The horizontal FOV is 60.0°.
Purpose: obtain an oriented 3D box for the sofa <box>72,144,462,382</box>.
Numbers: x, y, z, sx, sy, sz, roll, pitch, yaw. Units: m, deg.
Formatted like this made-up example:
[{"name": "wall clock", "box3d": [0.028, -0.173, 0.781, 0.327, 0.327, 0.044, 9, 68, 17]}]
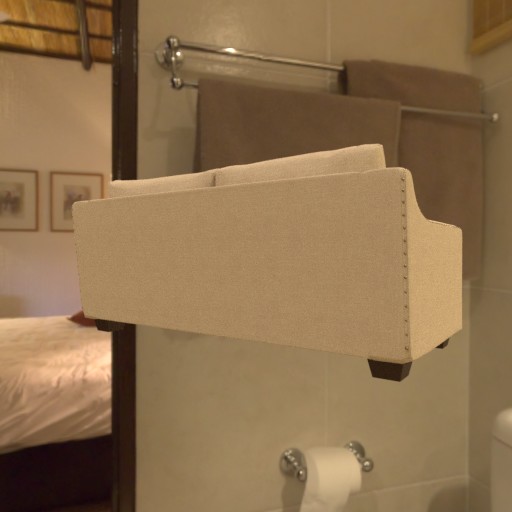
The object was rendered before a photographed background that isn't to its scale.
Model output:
[{"name": "sofa", "box3d": [0.000, 0.000, 2.663, 2.107, 0.983, 1.104, 1, 1, 35]}]
